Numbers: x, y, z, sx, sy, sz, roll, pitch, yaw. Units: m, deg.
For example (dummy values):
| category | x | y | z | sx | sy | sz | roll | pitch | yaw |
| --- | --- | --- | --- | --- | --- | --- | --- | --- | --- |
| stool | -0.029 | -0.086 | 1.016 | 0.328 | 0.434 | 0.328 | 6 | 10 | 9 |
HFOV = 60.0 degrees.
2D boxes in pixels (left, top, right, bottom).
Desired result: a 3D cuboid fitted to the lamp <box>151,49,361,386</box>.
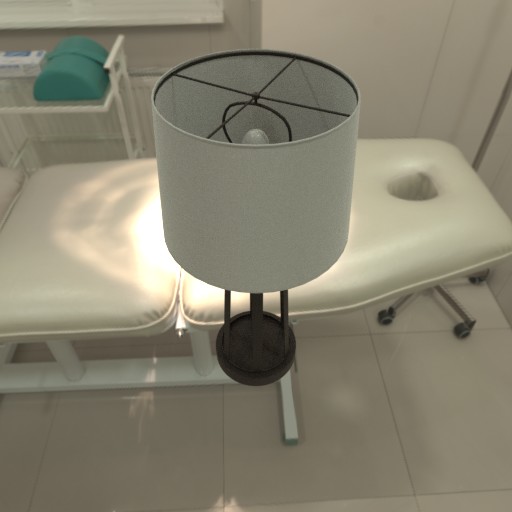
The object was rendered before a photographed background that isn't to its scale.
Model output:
| category | x | y | z | sx | sy | sz | roll | pitch | yaw |
| --- | --- | --- | --- | --- | --- | --- | --- | --- | --- |
| lamp | 0.000 | 0.000 | 0.654 | 0.251 | 0.509 | 0.251 | 0 | 46 | 0 |
